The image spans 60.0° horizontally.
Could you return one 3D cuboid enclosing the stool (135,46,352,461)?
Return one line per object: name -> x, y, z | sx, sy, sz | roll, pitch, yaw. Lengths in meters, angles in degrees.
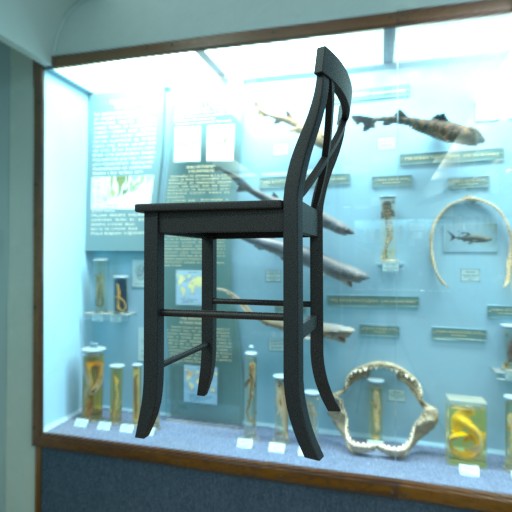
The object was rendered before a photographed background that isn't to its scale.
stool -> 0.000, 0.000, 1.322 | 0.559, 0.989, 0.452 | 0, 0, 18
